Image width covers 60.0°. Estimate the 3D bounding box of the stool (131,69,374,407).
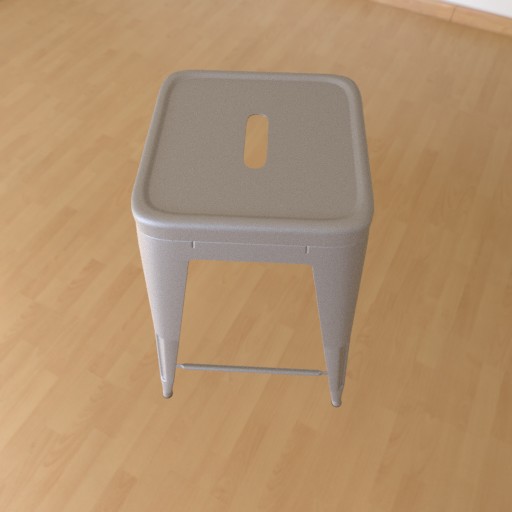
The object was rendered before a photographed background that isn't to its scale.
[{"bbox_3d":[0.000,0.000,0.868,0.410,0.608,0.410,2,57,2],"label":"stool"}]
